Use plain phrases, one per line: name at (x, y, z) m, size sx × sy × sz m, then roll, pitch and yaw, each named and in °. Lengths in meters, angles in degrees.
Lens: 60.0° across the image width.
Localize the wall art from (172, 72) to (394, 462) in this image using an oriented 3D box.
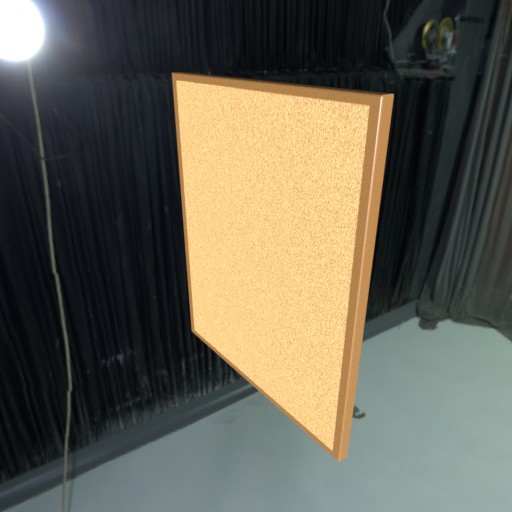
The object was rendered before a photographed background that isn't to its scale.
wall art at (0.000, 0.000, 0.513) m, size 0.015 × 0.379 × 0.310 m, roll -19°, pitch 32°, yaw -34°
